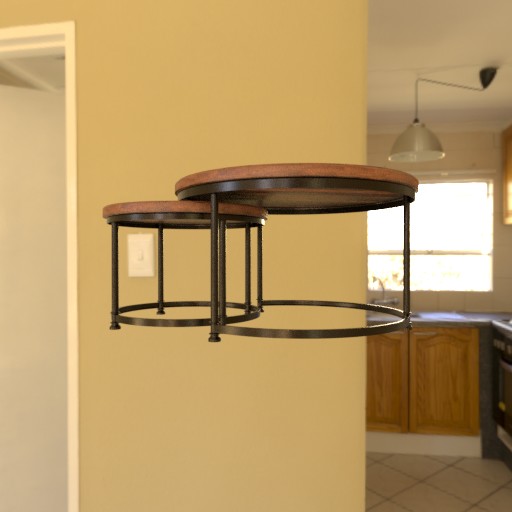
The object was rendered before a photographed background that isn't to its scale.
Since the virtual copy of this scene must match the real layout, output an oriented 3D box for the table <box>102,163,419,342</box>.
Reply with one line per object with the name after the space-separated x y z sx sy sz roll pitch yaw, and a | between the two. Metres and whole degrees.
0.000 0.000 1.643 1.152 0.516 0.870 0 0 -1 | table
